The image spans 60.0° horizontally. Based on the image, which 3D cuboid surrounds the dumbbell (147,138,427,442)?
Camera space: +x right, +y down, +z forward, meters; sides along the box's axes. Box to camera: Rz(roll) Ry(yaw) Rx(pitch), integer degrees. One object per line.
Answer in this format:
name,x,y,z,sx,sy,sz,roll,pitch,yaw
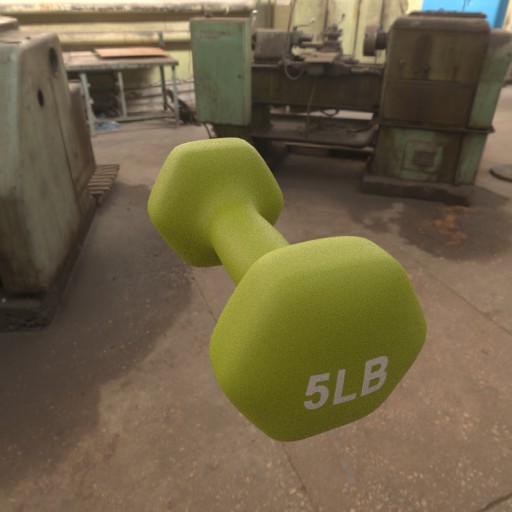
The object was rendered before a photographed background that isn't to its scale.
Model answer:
dumbbell,0.000,0.000,0.207,0.080,0.072,0.164,-11,33,-18
